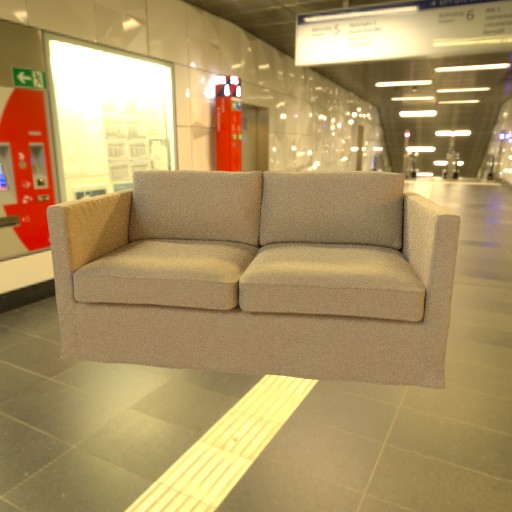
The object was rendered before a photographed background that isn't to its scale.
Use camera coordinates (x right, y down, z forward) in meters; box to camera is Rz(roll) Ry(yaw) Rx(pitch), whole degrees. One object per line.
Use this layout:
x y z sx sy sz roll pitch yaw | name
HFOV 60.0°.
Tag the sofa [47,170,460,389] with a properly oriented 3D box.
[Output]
0.000 0.000 2.263 1.719 0.835 0.962 2 14 9 | sofa
